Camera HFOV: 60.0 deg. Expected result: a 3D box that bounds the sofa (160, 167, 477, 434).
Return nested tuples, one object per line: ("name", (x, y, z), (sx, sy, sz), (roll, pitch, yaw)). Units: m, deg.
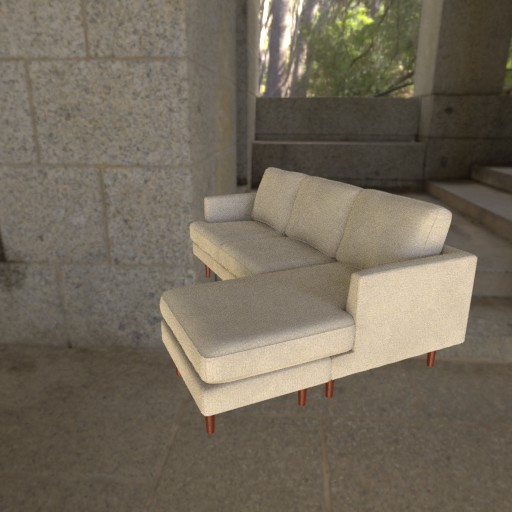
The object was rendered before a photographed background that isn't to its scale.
("sofa", (0.000, 0.000, 3.008), (1.504, 0.956, 2.233), (-8, 19, -24))
